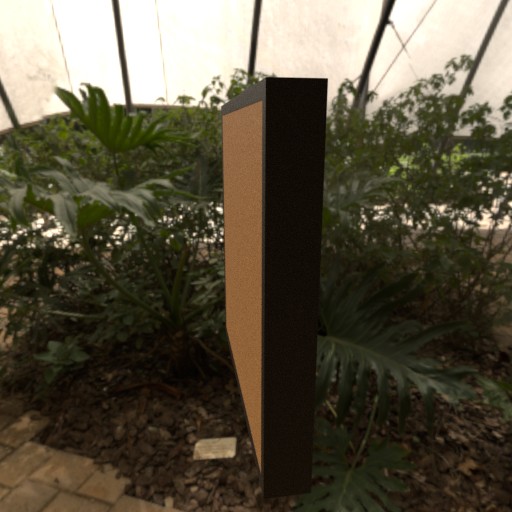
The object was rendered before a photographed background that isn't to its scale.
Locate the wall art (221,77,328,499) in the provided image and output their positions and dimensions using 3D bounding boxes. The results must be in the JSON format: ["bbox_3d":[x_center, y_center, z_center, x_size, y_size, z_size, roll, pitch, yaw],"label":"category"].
[{"bbox_3d":[0.000,0.000,0.448,0.038,0.304,0.305,-3,16,-9],"label":"wall art"}]
